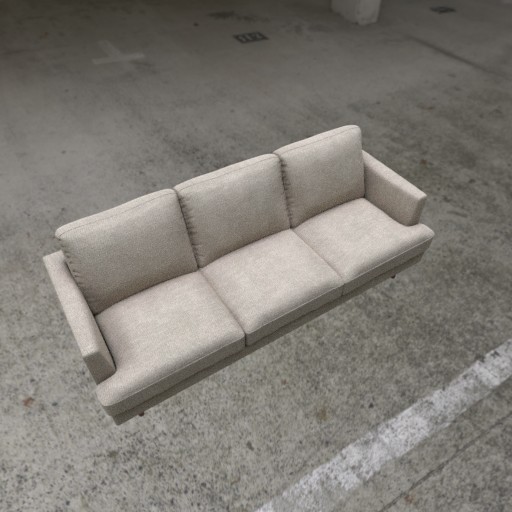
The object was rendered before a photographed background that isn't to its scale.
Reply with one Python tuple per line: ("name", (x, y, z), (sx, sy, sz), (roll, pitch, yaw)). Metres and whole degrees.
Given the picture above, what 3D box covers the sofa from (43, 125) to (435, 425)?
("sofa", (0.000, 0.000, 2.724), (2.246, 0.930, 0.903), (-24, 51, -22))
